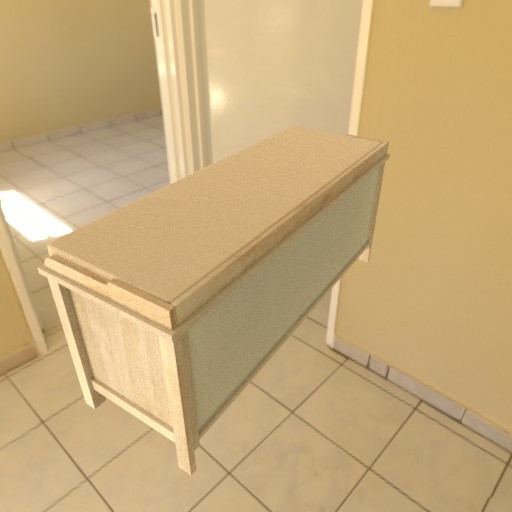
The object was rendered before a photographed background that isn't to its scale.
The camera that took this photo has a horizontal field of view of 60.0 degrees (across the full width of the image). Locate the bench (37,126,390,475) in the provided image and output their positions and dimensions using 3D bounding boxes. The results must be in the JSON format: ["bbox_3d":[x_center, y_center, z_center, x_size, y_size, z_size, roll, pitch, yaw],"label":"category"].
[{"bbox_3d":[0.000,0.000,1.391,0.398,0.501,1.140,20,37,28],"label":"bench"}]
